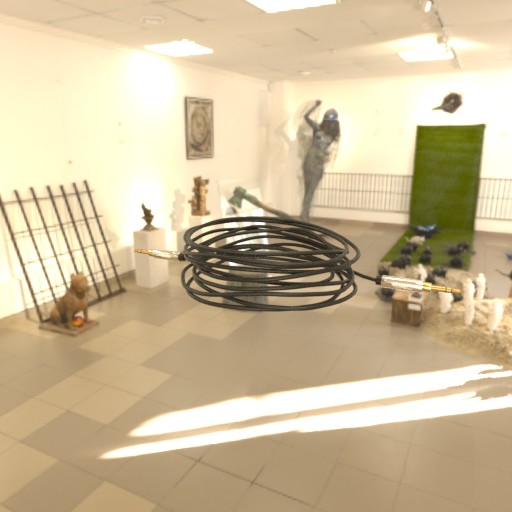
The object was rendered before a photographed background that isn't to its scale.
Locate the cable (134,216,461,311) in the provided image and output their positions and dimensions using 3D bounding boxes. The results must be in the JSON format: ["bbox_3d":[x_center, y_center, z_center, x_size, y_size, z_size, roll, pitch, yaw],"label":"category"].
[{"bbox_3d":[0.000,0.000,0.509,0.432,0.069,0.198,7,17,26],"label":"cable"}]
